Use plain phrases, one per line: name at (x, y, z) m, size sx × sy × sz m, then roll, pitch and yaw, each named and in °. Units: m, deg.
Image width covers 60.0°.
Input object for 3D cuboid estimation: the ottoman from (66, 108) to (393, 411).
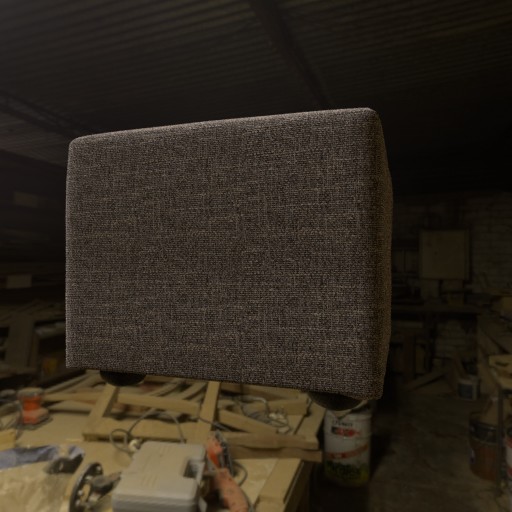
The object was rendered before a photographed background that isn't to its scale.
ottoman at (0.000, 0.000, 0.897) m, size 0.521 × 0.453 × 0.512 m, roll 0°, pitch 0°, yaw 18°
